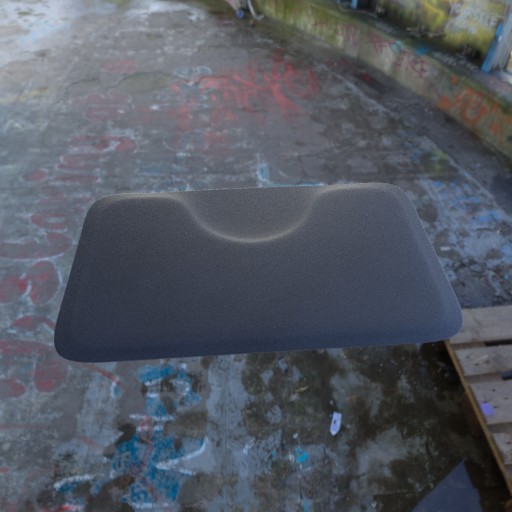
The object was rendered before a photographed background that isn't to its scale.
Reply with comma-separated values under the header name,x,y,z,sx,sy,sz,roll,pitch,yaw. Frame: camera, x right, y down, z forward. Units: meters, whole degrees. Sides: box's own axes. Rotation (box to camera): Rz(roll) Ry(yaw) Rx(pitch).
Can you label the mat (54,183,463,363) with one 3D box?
name,x,y,z,sx,sy,sz,roll,pitch,yaw
mat,0.000,0.000,1.862,1.524,0.013,0.918,-3,47,-3
